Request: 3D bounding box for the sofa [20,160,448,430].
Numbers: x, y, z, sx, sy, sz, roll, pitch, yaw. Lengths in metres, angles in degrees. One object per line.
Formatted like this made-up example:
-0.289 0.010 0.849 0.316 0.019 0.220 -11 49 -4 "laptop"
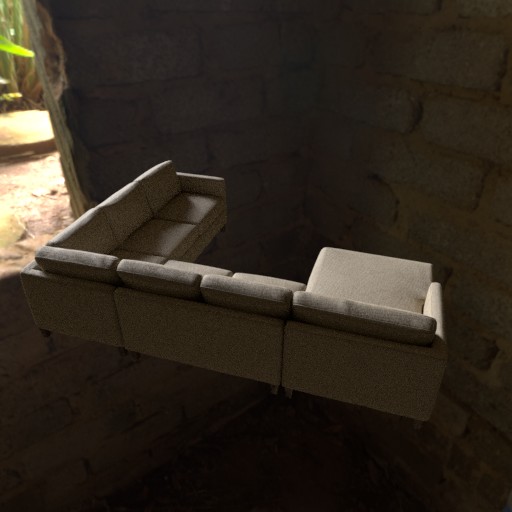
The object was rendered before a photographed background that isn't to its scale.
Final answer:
0.000 0.000 4.475 3.460 0.959 2.593 9 33 15 "sofa"
